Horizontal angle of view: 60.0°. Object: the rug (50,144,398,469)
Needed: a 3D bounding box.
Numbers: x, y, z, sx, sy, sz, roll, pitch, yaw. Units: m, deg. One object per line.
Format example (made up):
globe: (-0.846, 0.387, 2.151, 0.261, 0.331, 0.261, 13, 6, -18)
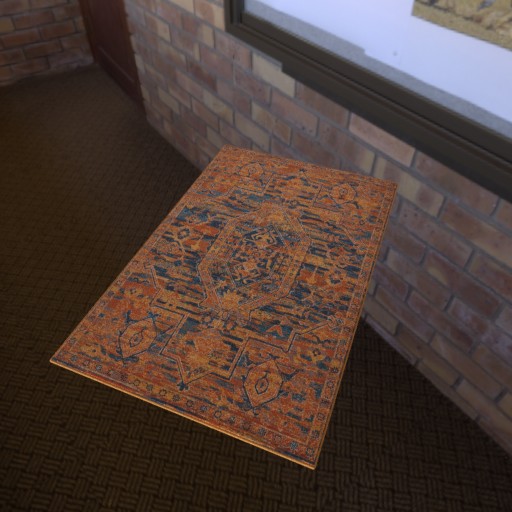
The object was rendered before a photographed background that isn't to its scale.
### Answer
rug: (0.000, 0.000, 2.256, 1.148, 0.013, 1.758, 16, 49, 15)
